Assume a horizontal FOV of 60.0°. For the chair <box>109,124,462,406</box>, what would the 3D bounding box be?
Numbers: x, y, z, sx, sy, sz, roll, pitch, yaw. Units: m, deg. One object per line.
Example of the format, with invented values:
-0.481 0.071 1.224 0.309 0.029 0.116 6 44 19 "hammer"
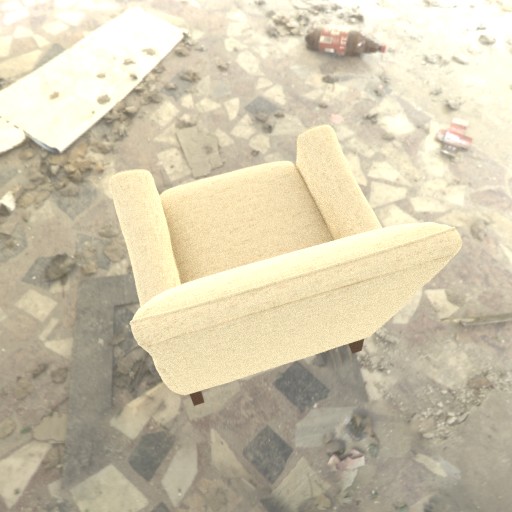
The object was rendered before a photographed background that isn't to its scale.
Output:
0.000 0.000 1.596 0.870 0.943 0.823 -16 60 -9 "chair"
